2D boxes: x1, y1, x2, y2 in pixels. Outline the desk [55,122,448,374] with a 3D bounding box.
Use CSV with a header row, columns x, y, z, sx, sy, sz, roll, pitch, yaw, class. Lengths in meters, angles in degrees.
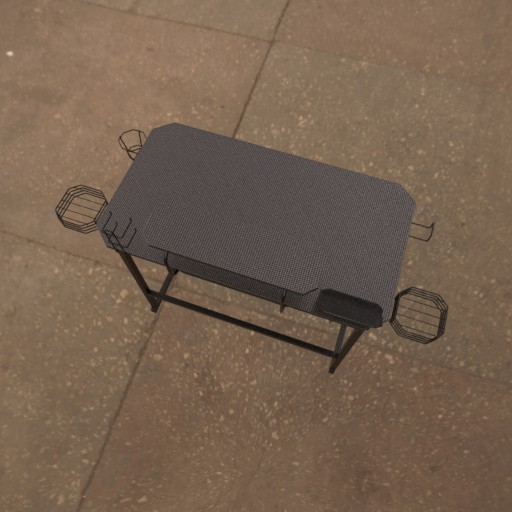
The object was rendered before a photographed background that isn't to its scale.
x,y,z,sx,sy,sz,roll,pitch,yaw,class
0.000,0.000,1.712,1.290,0.880,0.580,17,65,8,desk
